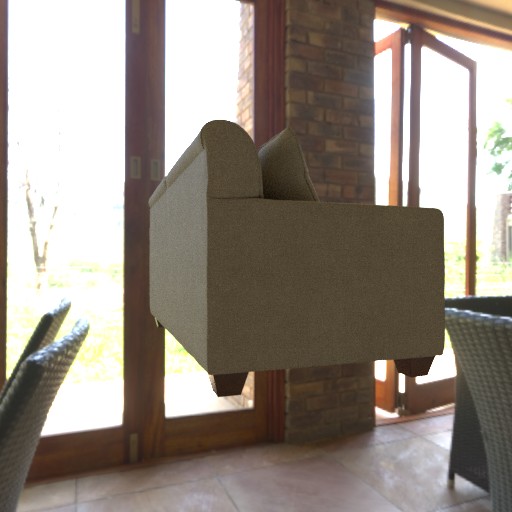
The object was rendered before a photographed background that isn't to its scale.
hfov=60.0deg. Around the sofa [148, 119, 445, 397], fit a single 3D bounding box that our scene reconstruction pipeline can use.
[{"bbox_3d":[0.000,0.000,2.433,0.998,0.958,1.846,0,-1,-19],"label":"sofa"}]
